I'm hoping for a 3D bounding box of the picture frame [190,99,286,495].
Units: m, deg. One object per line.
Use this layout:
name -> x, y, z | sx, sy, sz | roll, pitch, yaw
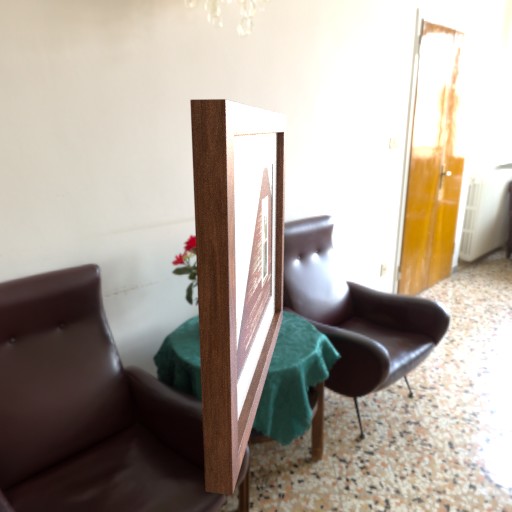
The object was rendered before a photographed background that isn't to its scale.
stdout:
picture frame -> 0.000, 0.000, 0.528 | 0.025, 0.330, 0.381 | 3, 16, 10
